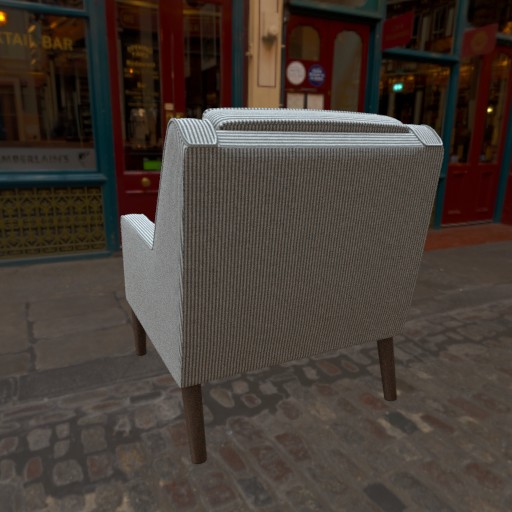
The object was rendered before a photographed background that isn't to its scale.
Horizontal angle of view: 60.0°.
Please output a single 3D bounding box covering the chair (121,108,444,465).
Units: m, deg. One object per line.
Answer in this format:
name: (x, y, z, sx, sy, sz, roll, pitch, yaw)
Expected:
chair: (0.000, 0.000, 1.313, 0.663, 0.792, 0.743, -7, 16, -26)
